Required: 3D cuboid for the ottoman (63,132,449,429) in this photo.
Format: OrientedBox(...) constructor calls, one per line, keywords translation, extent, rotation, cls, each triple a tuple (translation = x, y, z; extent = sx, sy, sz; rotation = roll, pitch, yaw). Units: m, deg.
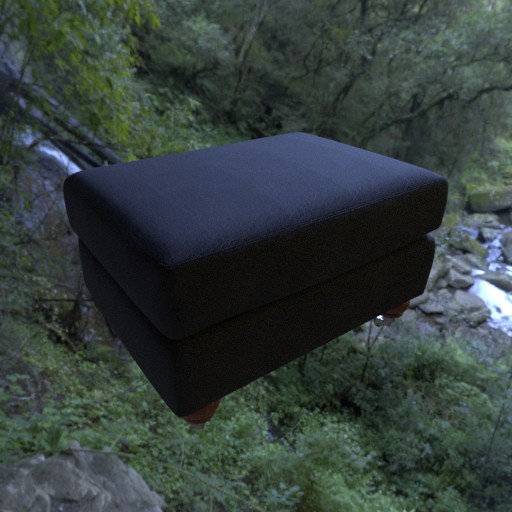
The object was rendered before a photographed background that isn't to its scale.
OrientedBox(translation=(0.000, 0.000, 1.141), extent=(0.773, 0.497, 0.574), rotation=(-19, 34, -31), cls="ottoman")
